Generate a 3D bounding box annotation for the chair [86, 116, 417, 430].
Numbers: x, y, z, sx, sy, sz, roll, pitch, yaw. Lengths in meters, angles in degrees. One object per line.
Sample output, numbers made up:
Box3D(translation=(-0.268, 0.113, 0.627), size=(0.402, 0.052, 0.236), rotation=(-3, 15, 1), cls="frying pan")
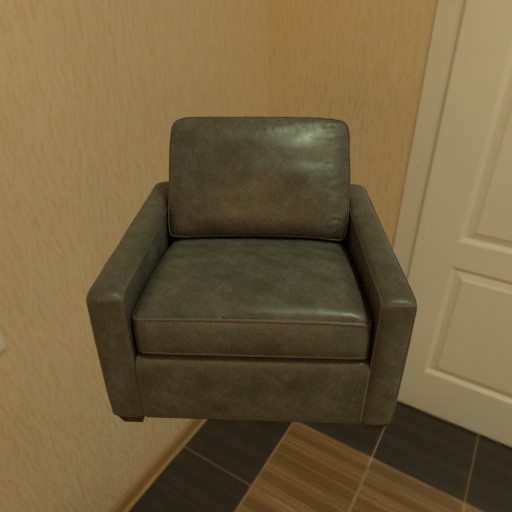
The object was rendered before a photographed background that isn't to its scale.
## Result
Box3D(translation=(0.000, 0.000, 1.746), size=(1.006, 0.916, 0.939), rotation=(1, 31, 2), cls="chair")
